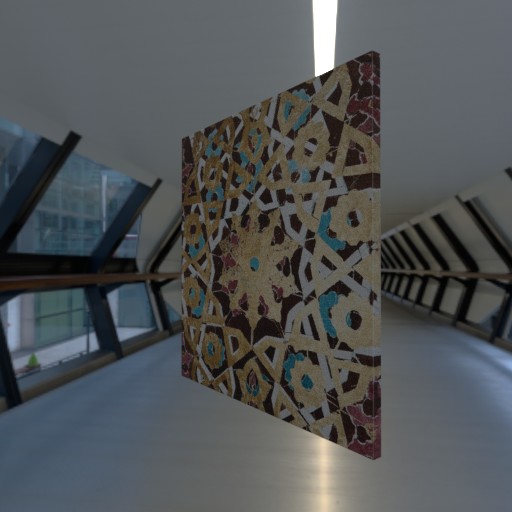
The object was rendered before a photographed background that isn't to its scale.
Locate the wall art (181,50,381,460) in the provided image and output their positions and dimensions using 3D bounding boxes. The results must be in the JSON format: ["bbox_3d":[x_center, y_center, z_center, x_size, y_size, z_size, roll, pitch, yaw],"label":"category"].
[{"bbox_3d":[0.000,0.000,1.133,0.028,0.762,0.757,0,-1,-37],"label":"wall art"}]
